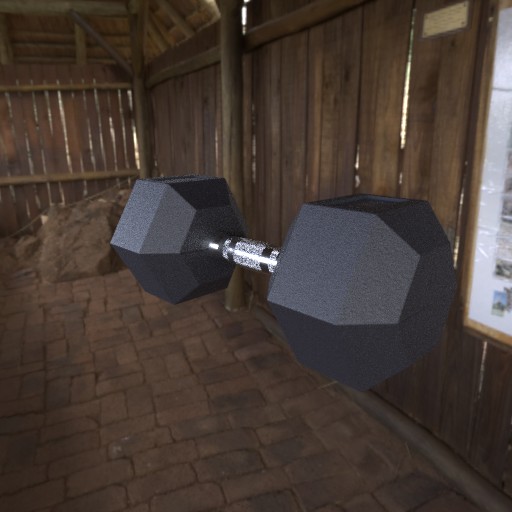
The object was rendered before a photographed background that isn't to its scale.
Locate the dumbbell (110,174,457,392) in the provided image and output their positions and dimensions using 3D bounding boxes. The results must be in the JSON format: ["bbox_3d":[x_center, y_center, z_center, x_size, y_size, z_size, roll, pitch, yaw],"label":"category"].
[{"bbox_3d":[0.000,0.000,0.446,0.157,0.137,0.361,-15,22,-43],"label":"dumbbell"}]
